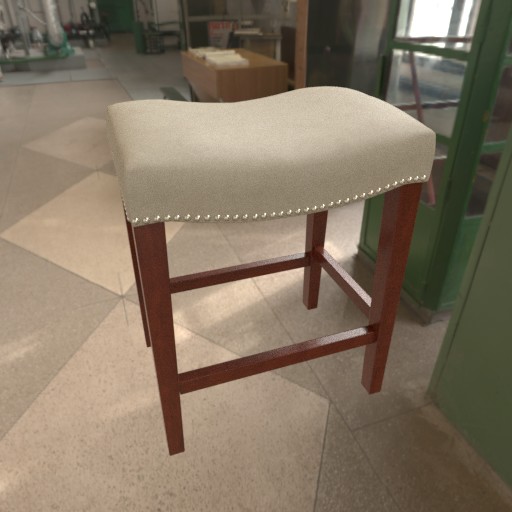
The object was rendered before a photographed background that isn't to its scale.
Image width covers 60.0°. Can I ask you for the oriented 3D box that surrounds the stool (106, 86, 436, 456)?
[{"bbox_3d":[0.000,0.000,0.941,0.509,0.632,0.375,-11,33,-17],"label":"stool"}]
